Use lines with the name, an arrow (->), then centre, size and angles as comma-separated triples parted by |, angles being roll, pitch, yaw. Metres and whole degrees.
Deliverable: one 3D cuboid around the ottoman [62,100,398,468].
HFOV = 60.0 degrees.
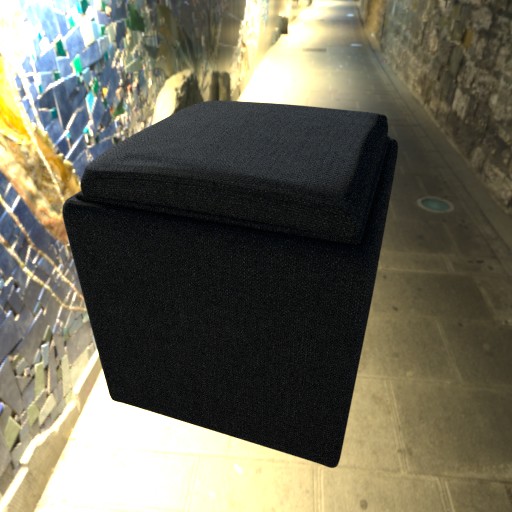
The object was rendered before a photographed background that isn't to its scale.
ottoman -> 0.000, 0.000, 0.833 | 0.436, 0.493, 0.454 | 10, 34, 16
